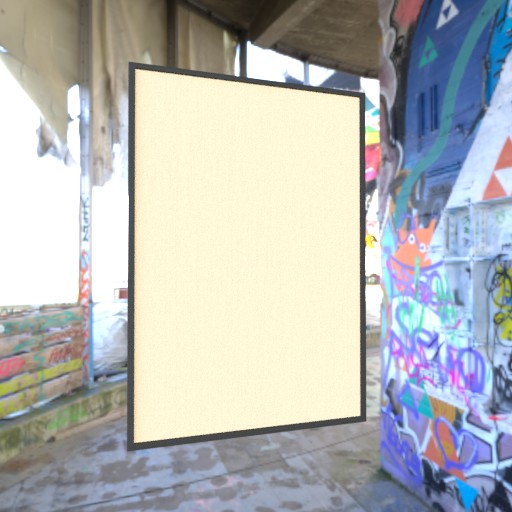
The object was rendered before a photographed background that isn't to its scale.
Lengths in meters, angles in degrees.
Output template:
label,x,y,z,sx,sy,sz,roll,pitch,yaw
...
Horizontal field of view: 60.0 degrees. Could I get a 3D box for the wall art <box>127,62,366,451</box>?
label,x,y,z,sx,sy,sz,roll,pitch,yaw
wall art,0.000,0.000,0.827,0.460,0.660,0.013,0,-1,-18
